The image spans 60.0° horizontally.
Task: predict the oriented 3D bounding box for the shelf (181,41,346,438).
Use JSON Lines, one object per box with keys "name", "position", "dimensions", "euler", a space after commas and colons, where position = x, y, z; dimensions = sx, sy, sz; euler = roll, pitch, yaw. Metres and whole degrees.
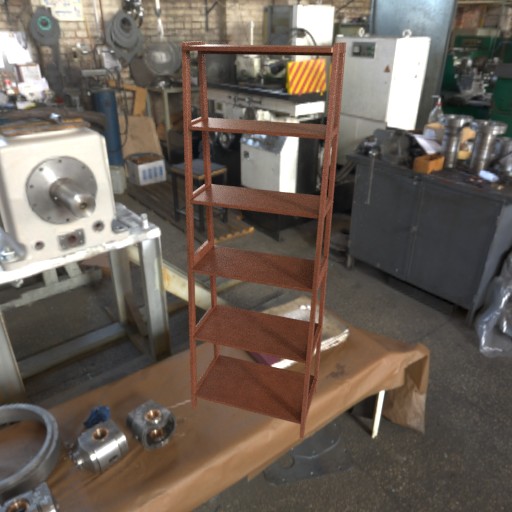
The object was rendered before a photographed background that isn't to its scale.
{"name": "shelf", "position": [0.000, 0.000, 2.183], "dimensions": [0.660, 1.892, 0.382], "euler": [9, 28, 16]}
